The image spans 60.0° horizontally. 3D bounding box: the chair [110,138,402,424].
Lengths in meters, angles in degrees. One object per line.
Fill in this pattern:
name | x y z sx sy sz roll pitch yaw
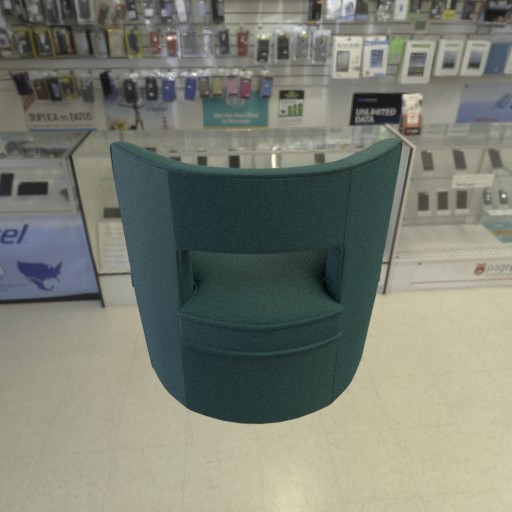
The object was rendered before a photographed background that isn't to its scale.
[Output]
chair | 0.000 0.000 1.228 0.684 0.711 0.660 -1 31 -2
